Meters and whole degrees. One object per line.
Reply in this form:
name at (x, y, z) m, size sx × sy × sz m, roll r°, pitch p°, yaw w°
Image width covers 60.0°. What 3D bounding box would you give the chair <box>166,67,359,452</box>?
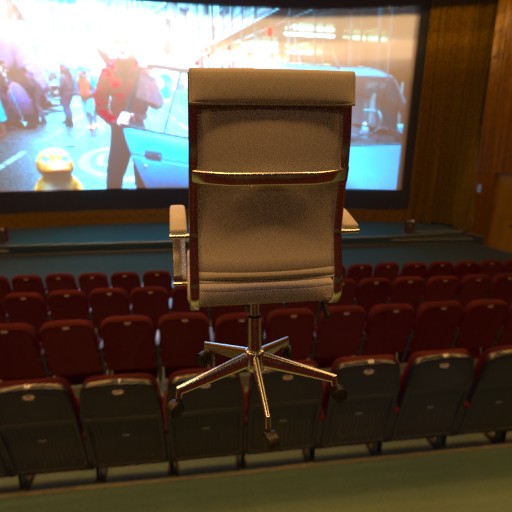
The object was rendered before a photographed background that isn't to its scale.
chair at (0.000, 0.000, 1.567) m, size 0.679 × 1.149 × 0.667 m, roll -2°, pitch 15°, yaw -8°
